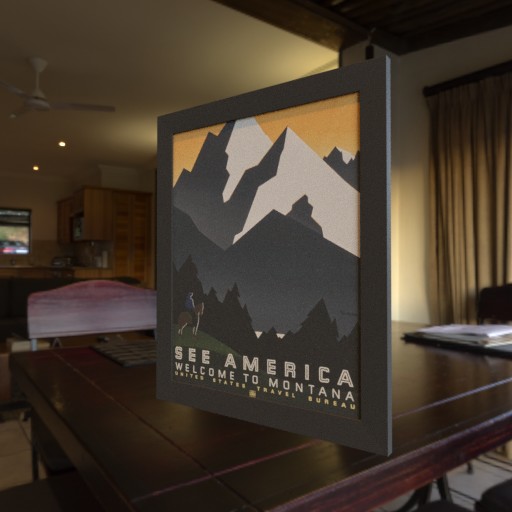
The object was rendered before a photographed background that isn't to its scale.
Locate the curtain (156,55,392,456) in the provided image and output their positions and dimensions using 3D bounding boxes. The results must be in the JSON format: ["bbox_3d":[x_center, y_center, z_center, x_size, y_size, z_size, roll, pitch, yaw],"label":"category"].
[{"bbox_3d":[0.000,0.000,0.794,0.483,0.585,0.027,-1,-1,35],"label":"curtain"}]
